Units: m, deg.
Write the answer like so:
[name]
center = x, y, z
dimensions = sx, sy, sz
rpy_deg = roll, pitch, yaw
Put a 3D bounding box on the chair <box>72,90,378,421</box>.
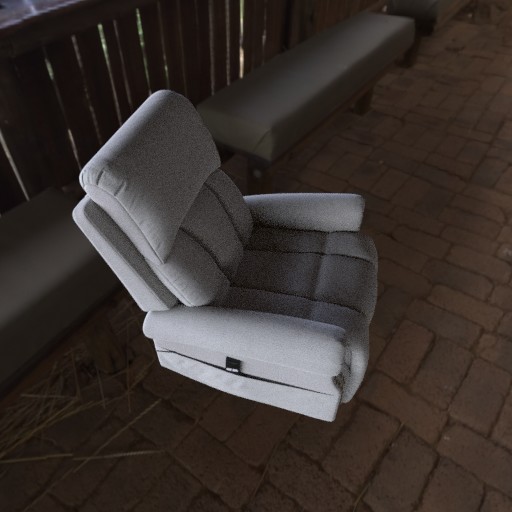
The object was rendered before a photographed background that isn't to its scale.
[chair]
center = 0.000, 0.000, 1.737
dimensions = 0.979, 1.031, 0.871
rpy_deg = 10, 46, 10
